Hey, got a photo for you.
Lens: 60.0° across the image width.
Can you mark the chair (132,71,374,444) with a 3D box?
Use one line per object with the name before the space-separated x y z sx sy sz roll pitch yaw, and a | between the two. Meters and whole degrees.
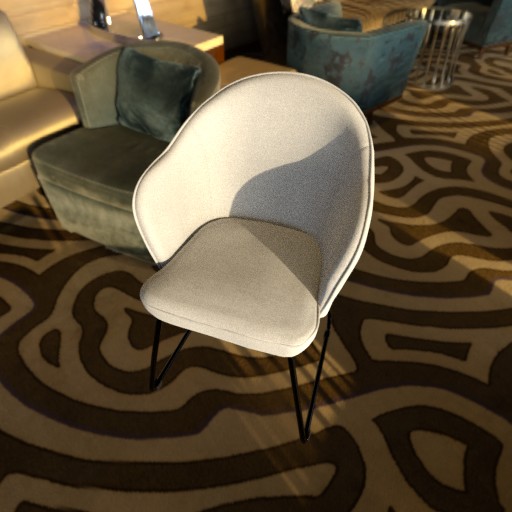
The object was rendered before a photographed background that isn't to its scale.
chair | 0.000 0.000 1.233 0.570 0.817 0.592 13 42 14
